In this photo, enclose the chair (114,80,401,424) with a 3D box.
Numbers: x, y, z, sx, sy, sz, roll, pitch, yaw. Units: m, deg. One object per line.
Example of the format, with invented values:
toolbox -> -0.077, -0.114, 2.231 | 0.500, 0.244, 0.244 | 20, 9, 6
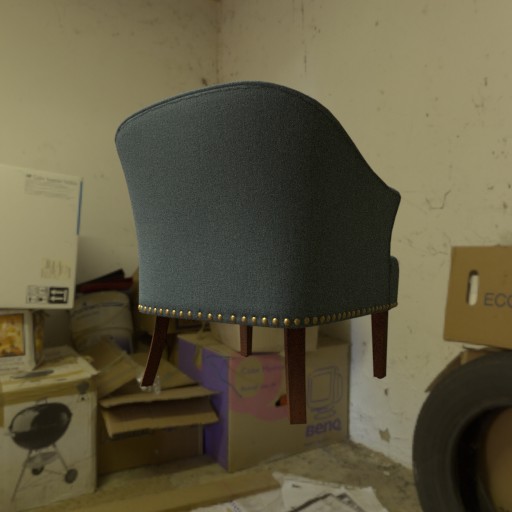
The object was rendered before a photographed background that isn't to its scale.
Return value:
chair -> 0.000, 0.000, 1.401 | 0.772, 0.815, 0.704 | 0, -1, 36
